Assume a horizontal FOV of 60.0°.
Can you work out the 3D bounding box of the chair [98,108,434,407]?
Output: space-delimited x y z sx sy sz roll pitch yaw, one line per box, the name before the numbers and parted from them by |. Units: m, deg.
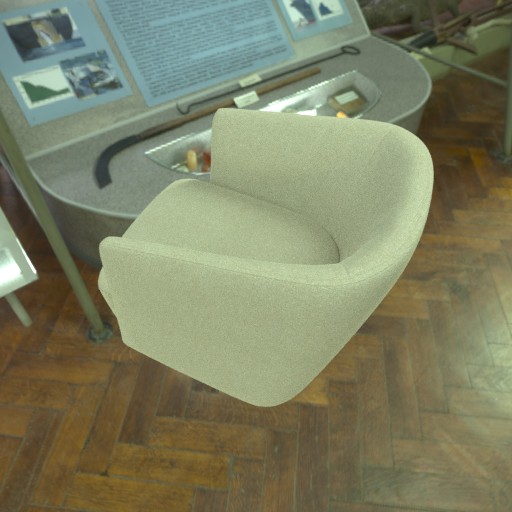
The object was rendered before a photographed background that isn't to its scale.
chair | 0.000 0.000 1.578 0.986 0.861 0.822 15 49 14
